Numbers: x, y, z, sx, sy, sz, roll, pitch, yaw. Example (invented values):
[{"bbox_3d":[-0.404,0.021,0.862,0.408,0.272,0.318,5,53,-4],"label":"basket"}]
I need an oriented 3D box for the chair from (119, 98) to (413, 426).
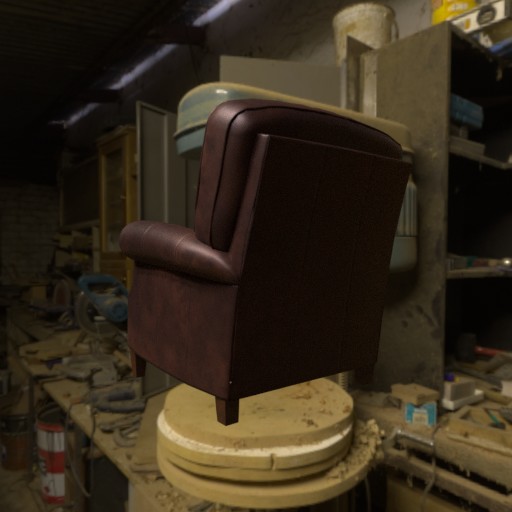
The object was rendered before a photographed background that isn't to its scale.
[{"bbox_3d":[0.000,0.000,1.792,0.936,1.018,0.986,-1,2,-38],"label":"chair"}]
